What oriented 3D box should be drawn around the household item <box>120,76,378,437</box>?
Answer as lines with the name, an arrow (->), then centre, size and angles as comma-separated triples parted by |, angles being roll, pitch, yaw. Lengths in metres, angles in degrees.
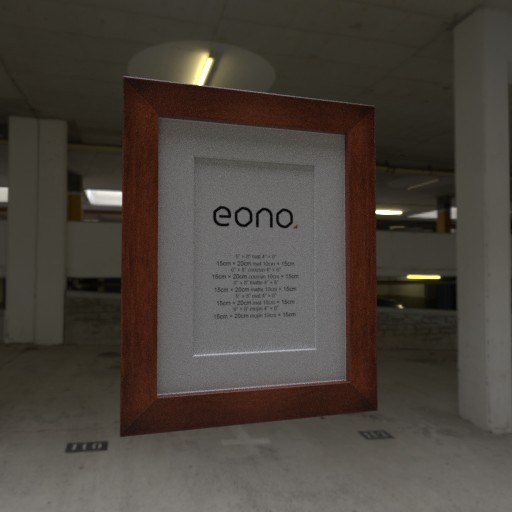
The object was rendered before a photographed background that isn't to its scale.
household item -> 0.000, 0.000, 0.345 | 0.200, 0.250, 0.020 | 1, -2, -17
